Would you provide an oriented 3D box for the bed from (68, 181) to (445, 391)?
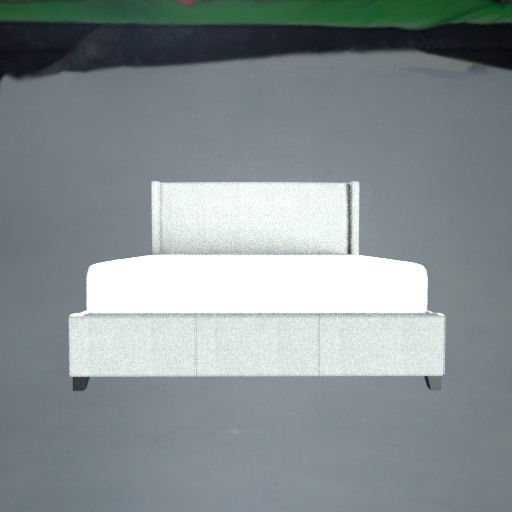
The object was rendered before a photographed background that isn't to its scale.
[{"bbox_3d":[0.000,0.000,3.611,2.140,1.470,2.280,0,2,0],"label":"bed"}]
